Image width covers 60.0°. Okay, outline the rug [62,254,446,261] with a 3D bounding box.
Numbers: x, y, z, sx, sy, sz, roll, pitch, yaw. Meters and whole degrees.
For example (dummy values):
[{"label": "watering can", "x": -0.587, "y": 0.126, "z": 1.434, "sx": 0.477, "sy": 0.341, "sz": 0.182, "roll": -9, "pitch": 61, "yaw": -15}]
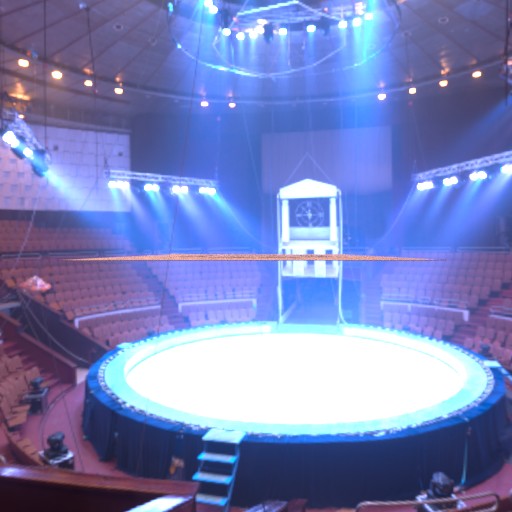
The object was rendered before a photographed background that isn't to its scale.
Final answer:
[{"label": "rug", "x": 0.000, "y": 0.000, "z": 2.299, "sx": 1.223, "sy": 0.008, "sz": 1.813, "roll": 0, "pitch": 1, "yaw": 0}]
